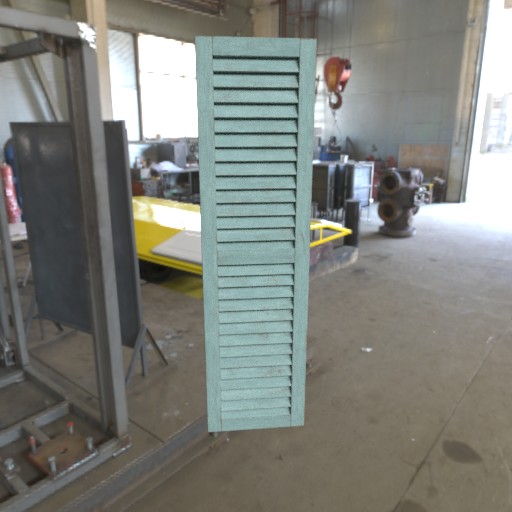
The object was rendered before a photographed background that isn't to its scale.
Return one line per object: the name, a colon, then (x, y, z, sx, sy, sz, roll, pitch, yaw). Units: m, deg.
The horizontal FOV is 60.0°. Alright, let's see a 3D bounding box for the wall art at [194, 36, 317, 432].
wall art: (0.000, 0.000, 1.359, 0.329, 1.219, 0.025, -2, 16, -6)
